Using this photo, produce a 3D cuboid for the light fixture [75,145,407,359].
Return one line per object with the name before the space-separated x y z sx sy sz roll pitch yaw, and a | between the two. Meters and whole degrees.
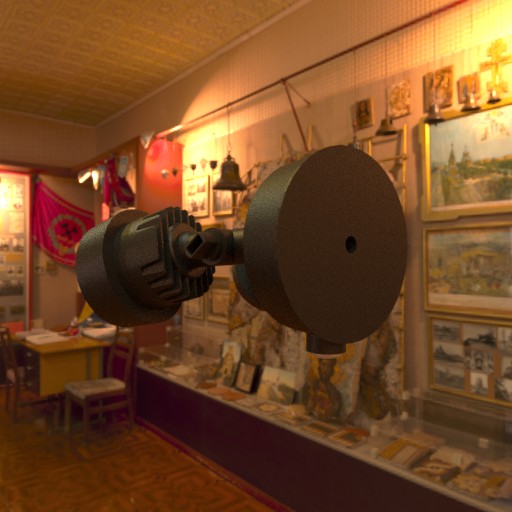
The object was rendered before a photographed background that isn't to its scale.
light fixture | 0.000 0.000 0.309 0.213 0.120 0.168 0 -1 -38
